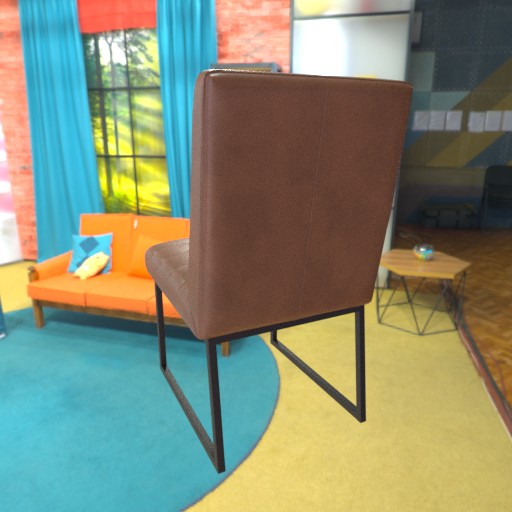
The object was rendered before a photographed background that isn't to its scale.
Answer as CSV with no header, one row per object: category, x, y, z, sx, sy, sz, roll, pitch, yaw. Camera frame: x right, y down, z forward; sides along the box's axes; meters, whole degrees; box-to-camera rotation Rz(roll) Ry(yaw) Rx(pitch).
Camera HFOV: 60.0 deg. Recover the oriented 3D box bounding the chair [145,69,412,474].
chair,0.000,0.000,1.284,0.520,0.930,0.634,-8,18,-25
